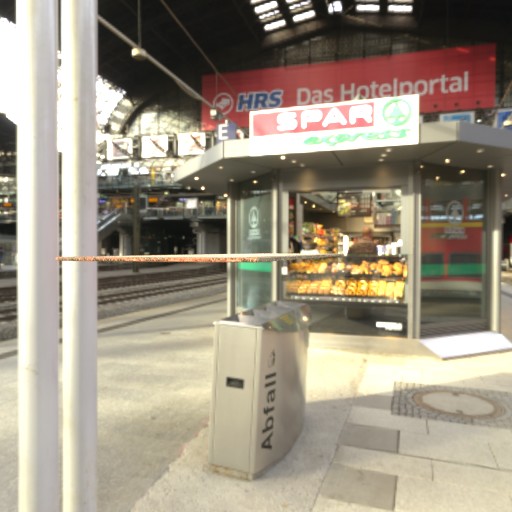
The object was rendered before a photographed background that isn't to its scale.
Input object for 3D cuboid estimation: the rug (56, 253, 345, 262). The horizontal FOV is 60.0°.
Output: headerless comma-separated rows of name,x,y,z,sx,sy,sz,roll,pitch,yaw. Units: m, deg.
rug,0.000,0.000,2.673,0.810,0.016,2.413,0,1,18
